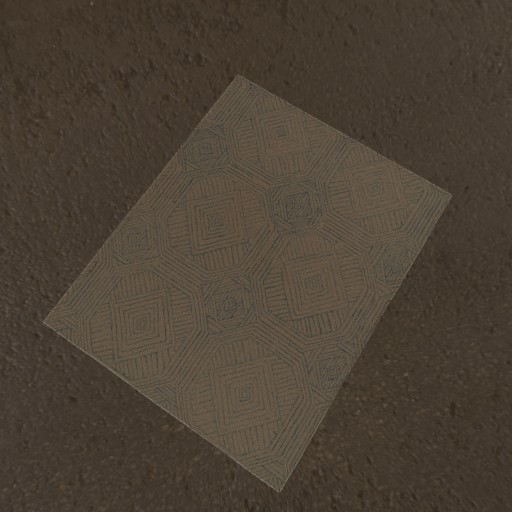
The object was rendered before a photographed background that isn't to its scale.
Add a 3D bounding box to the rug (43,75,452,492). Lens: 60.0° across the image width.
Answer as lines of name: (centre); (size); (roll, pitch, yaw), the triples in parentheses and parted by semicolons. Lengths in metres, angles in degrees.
rug: (0.000, 0.000, 4.038); (2.457, 0.015, 3.049); (32, 77, 9)
